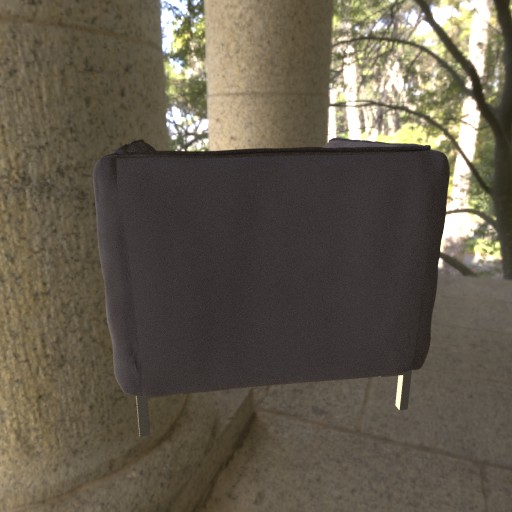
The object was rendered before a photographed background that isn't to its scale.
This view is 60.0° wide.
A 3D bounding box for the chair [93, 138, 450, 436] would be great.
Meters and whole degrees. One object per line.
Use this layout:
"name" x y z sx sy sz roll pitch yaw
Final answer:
"chair" 0.000 0.000 1.602 0.946 0.807 0.913 -3 16 -9
